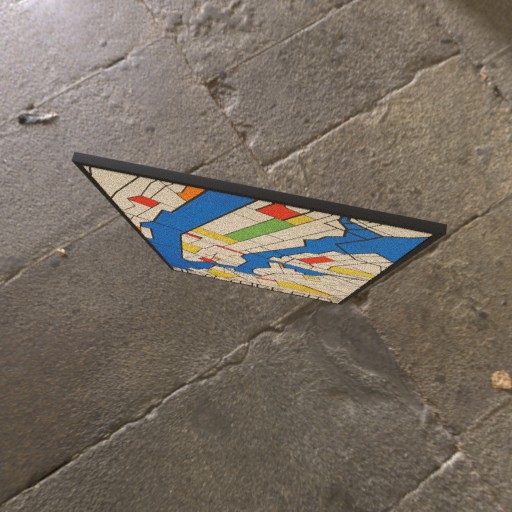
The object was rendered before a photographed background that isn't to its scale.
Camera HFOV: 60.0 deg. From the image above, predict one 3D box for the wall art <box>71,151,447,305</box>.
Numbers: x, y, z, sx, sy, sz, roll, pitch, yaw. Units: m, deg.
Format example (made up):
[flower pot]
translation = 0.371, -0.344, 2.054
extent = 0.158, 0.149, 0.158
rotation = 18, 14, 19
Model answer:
[wall art]
translation = 0.000, 0.000, 0.850
extent = 0.457, 0.657, 0.013
rotation = 11, 77, 3
